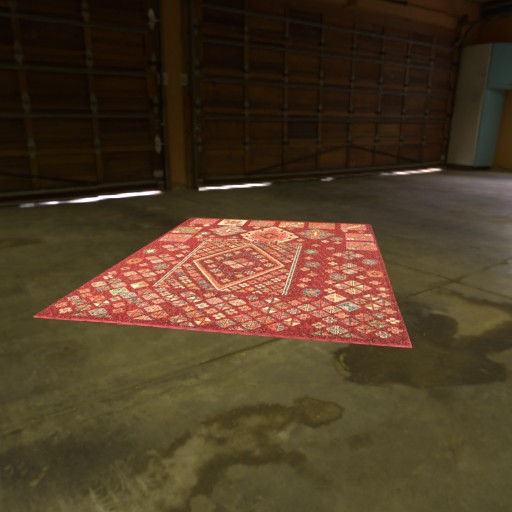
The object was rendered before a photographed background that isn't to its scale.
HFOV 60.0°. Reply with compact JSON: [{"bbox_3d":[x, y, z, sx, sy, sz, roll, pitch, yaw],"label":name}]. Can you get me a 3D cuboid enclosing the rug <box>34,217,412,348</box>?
[{"bbox_3d":[0.000,0.000,2.824,1.579,0.007,2.184,3,17,10],"label":"rug"}]
